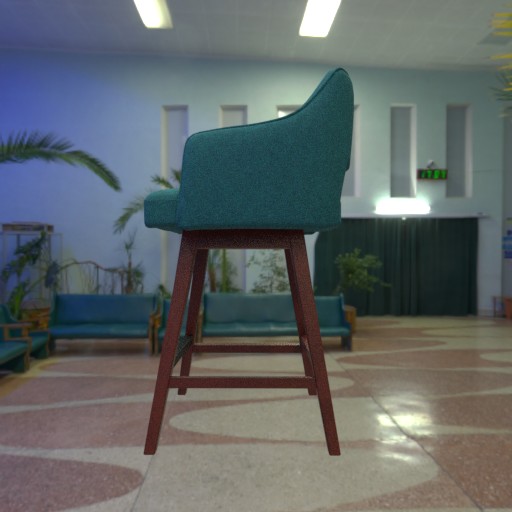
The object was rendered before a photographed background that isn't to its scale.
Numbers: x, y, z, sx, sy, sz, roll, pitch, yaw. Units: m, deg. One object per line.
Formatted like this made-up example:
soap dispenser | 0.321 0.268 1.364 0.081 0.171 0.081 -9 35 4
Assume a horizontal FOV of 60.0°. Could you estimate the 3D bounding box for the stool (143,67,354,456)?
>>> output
stool | 0.000 0.000 1.302 0.556 0.961 0.548 0 1 0
